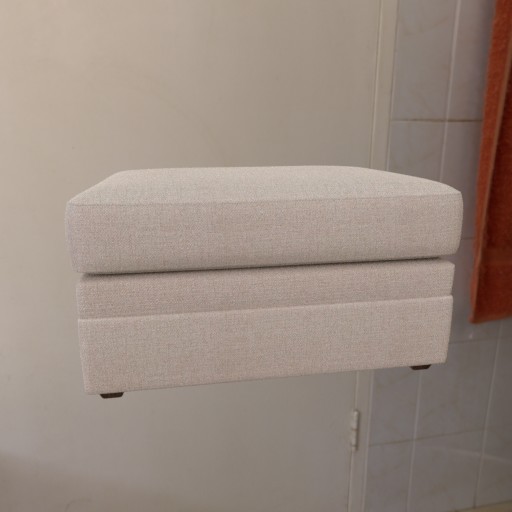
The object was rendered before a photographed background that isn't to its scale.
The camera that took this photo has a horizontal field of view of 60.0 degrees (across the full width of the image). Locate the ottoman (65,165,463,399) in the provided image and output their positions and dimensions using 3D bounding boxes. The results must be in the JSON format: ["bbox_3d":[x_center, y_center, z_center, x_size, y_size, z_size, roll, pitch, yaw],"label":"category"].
[{"bbox_3d":[0.000,0.000,1.245,0.885,0.478,0.637,-3,15,-9],"label":"ottoman"}]
